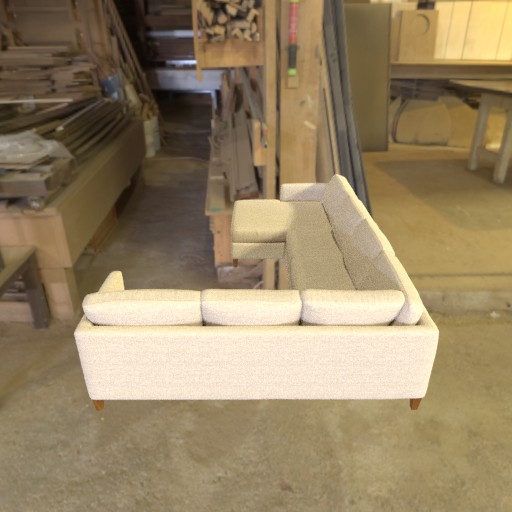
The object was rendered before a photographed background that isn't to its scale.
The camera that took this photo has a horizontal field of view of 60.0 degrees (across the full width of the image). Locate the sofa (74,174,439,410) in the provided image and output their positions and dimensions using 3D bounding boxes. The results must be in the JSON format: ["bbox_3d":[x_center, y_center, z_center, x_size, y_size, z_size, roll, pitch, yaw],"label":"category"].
[{"bbox_3d":[0.000,0.000,4.715,2.594,0.961,3.460,0,27,0],"label":"sofa"}]
